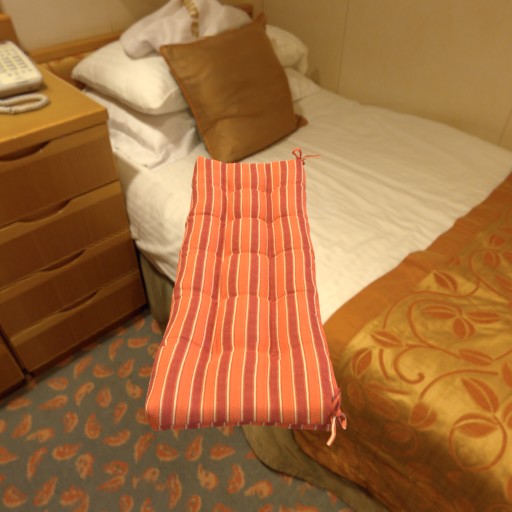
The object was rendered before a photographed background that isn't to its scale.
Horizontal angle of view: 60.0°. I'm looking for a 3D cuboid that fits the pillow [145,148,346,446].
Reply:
[{"bbox_3d":[0.000,0.000,1.403,0.511,0.174,1.194,0,42,0],"label":"pillow"}]
